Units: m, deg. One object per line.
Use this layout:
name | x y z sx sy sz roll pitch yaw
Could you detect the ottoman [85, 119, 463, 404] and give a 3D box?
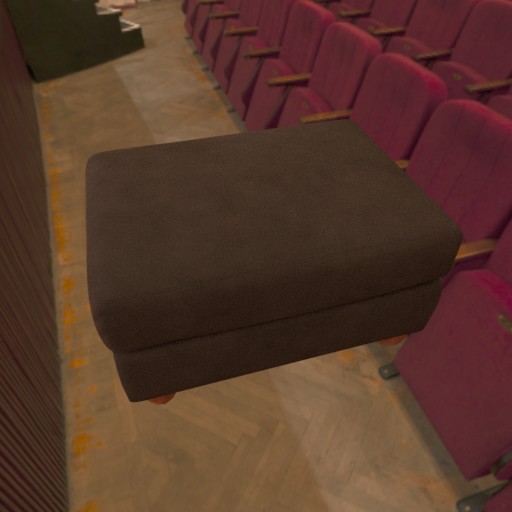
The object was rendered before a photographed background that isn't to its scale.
ottoman | 0.000 0.000 1.159 0.773 0.497 0.574 -11 43 -12
